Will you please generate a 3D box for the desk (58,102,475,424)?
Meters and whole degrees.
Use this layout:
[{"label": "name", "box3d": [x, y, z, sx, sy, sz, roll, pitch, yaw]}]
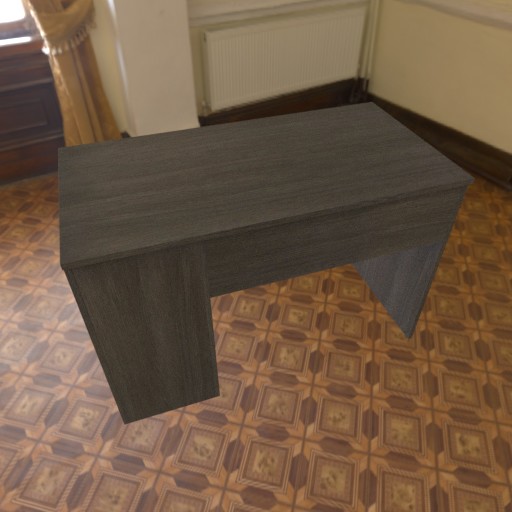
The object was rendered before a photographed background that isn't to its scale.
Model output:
[{"label": "desk", "box3d": [0.000, 0.000, 1.537, 1.096, 0.730, 0.560, -13, 43, -14]}]
